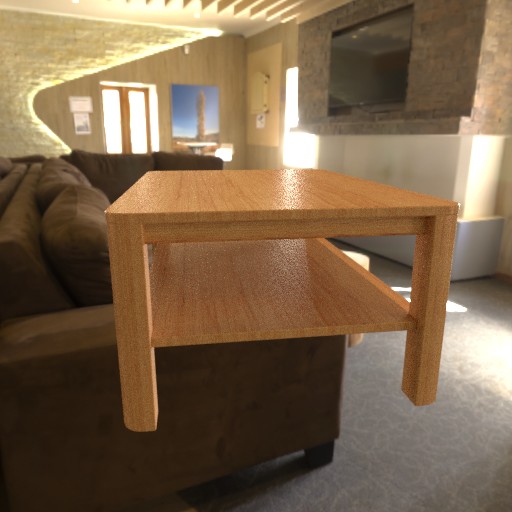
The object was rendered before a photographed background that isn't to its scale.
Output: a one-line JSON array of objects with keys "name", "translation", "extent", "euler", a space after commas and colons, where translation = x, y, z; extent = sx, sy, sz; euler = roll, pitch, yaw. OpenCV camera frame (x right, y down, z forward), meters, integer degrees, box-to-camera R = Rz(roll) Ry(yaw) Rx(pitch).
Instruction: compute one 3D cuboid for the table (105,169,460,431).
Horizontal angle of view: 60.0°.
[{"name": "table", "translation": [0.000, 0.000, 1.353], "extent": [0.696, 0.445, 0.997], "euler": [-2, 15, -8]}]
